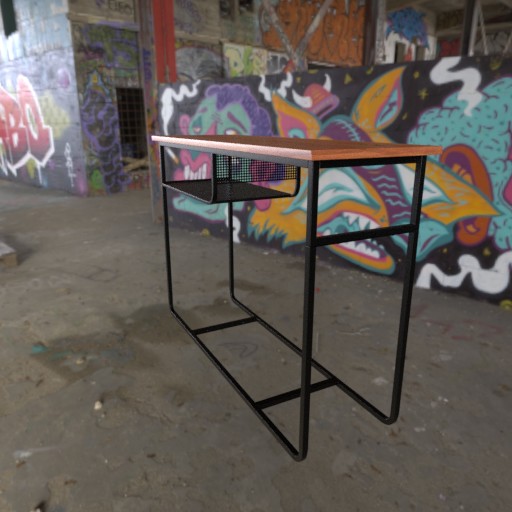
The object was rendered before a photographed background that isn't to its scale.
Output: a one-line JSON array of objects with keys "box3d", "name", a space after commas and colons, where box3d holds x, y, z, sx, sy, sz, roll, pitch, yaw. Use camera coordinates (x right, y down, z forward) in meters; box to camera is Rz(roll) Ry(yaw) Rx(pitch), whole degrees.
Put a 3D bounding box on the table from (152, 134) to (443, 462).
[{"box3d": [0.000, 0.000, 1.472, 0.350, 0.750, 1.100, -9, 19, -27], "name": "table"}]
